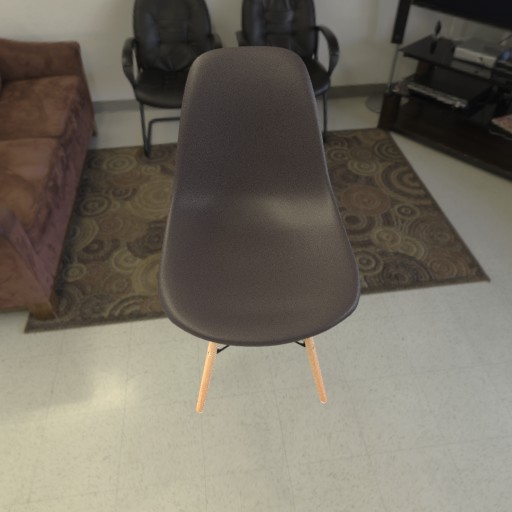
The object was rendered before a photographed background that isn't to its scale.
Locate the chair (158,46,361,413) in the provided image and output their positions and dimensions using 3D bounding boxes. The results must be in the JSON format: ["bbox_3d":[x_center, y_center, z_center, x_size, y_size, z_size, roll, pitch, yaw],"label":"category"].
[{"bbox_3d":[0.000,0.000,1.117,0.470,0.825,0.533,-3,45,-3],"label":"chair"}]
